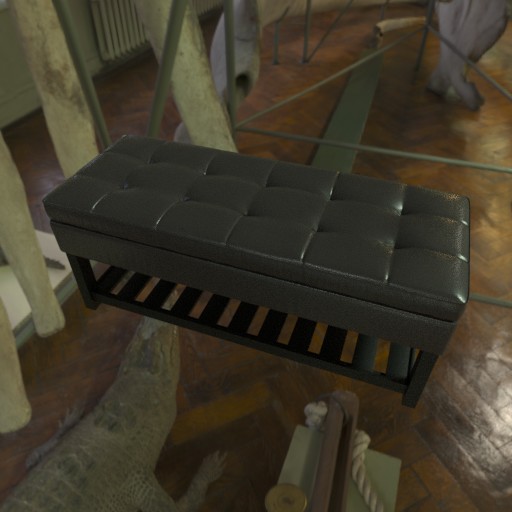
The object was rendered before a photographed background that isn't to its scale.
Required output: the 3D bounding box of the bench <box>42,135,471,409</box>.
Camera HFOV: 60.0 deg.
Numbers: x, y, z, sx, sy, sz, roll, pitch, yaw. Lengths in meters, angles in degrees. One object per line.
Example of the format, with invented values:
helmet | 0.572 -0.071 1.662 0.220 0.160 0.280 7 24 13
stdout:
bench | 0.000 0.000 1.346 1.105 0.460 0.432 14 43 15
